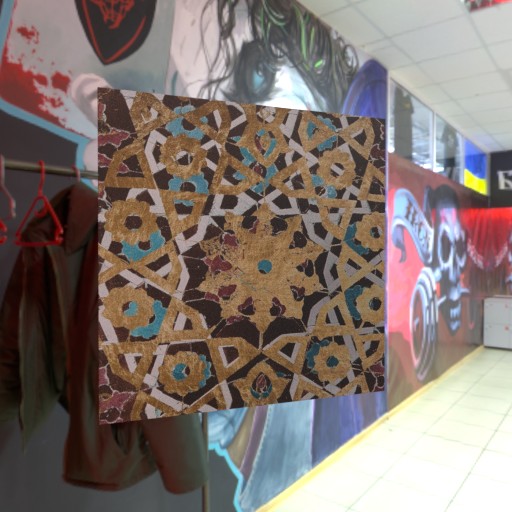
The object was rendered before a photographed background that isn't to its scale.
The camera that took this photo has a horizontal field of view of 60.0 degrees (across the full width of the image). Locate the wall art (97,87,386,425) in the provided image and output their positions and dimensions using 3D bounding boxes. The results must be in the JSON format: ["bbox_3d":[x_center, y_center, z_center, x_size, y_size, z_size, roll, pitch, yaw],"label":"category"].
[{"bbox_3d":[0.000,0.000,0.602,0.404,0.406,0.010,0,1,-19],"label":"wall art"}]
